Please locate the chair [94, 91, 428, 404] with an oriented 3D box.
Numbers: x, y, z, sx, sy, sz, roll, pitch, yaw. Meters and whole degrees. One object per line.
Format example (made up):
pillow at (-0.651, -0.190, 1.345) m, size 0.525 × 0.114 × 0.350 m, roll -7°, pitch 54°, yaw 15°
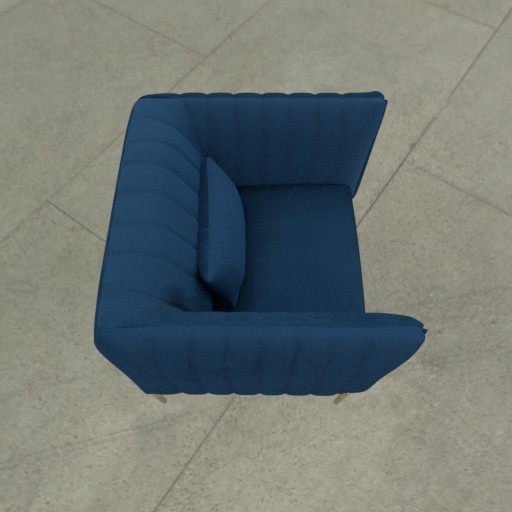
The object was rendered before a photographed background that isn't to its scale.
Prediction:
chair at (0.000, 0.000, 1.618) m, size 0.877 × 0.793 × 0.947 m, roll 0°, pitch 63°, yaw 0°
